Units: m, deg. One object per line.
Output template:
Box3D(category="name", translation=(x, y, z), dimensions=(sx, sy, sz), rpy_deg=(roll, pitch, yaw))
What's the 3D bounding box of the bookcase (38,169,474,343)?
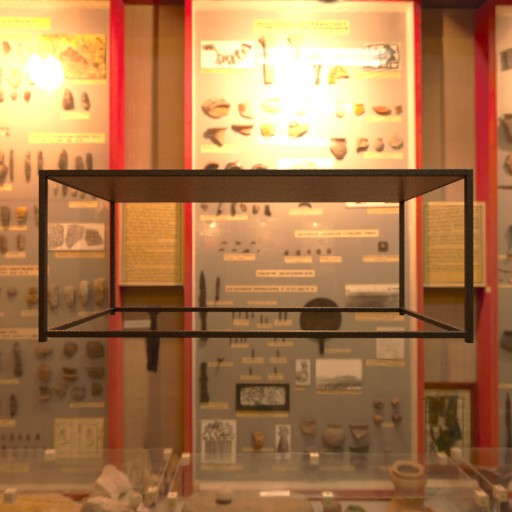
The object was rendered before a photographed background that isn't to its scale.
Box3D(category="bookcase", translation=(0.000, 0.000, 1.267), dimensions=(1.000, 0.400, 0.500), rpy_deg=(0, 0, 1))
